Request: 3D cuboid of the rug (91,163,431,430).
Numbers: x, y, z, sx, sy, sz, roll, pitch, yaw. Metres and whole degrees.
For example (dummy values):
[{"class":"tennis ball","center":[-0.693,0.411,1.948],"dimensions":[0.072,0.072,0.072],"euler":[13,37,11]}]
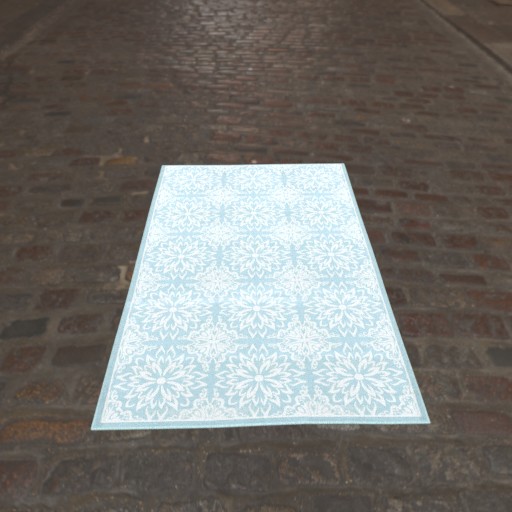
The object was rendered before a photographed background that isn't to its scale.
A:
[{"class":"rug","center":[0.000,0.000,2.271],"dimensions":[1.219,0.012,1.840],"euler":[-1,42,-1]}]
